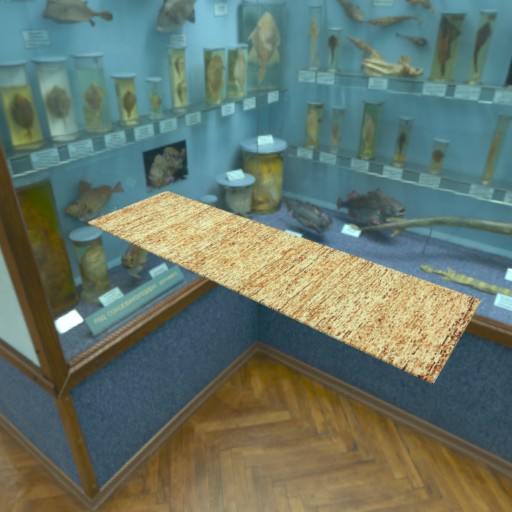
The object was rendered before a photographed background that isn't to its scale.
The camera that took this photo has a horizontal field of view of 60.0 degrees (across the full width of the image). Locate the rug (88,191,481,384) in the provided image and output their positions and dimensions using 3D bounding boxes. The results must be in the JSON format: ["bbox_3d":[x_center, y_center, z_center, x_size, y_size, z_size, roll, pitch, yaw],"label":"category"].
[{"bbox_3d":[0.000,0.000,2.504,2.237,0.014,0.680,22,37,32],"label":"rug"}]
